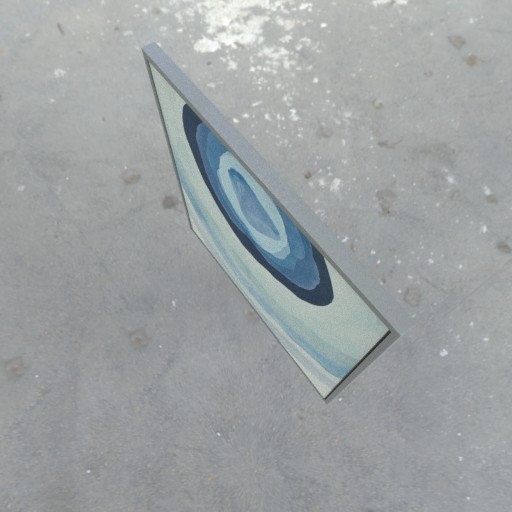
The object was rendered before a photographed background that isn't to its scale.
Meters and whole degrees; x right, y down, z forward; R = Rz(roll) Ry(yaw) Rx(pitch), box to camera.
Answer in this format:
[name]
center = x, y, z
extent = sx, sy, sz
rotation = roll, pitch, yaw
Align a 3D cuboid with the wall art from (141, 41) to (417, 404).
[wall art]
center = 0.000, 0.000, 1.204
extent = 0.038, 0.807, 0.809
rotation = -34, 69, -15
